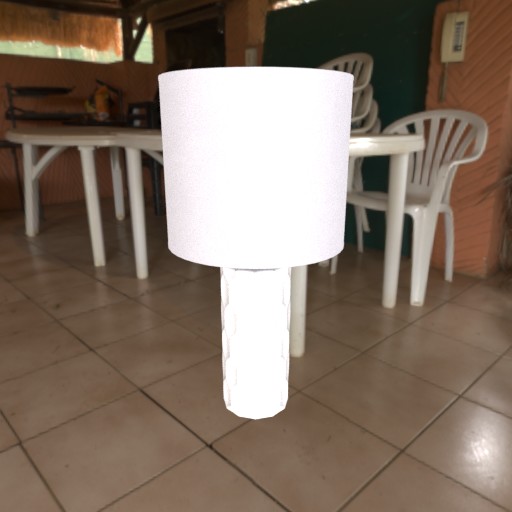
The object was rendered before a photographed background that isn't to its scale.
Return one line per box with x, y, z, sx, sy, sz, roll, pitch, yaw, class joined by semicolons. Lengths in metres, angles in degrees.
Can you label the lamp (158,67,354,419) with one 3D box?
0.000;0.000;0.717;0.277;0.537;0.277;-16;23;-42;lamp
